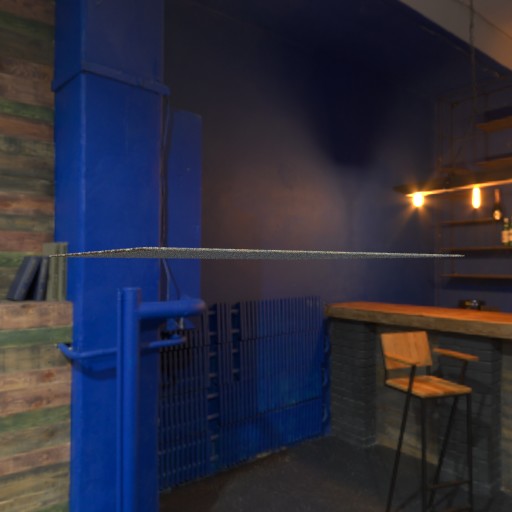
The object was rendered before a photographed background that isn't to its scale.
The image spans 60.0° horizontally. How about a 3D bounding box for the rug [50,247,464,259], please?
[{"bbox_3d":[0.000,0.000,2.274,1.730,0.009,1.278,1,-2,-36],"label":"rug"}]
